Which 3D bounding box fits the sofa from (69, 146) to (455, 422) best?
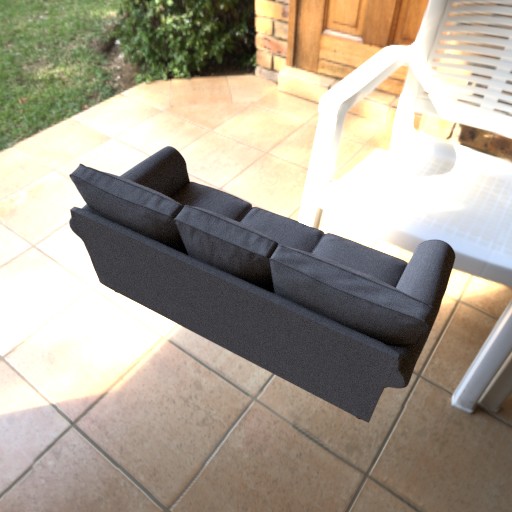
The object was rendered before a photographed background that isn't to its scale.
[{"bbox_3d":[0.000,0.000,2.655,2.084,0.961,0.916,23,50,20],"label":"sofa"}]
